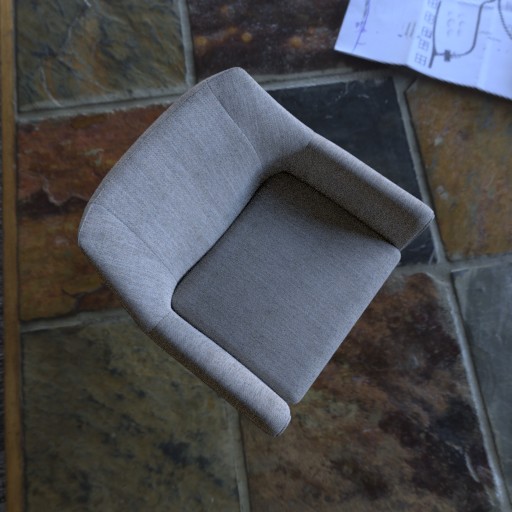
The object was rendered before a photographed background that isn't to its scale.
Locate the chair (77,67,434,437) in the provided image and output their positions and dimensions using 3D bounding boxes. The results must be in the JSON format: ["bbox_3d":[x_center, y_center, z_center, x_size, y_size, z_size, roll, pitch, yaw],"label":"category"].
[{"bbox_3d":[0.000,0.000,1.439,0.758,0.761,0.796,37,78,9],"label":"chair"}]
